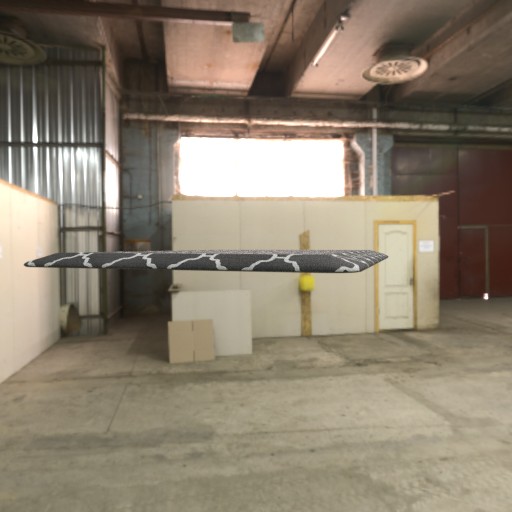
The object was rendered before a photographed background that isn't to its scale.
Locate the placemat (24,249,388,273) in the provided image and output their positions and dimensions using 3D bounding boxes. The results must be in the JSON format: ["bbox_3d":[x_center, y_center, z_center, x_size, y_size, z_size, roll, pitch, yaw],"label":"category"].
[{"bbox_3d":[0.000,0.000,0.938,0.508,0.021,0.762,0,1,19],"label":"placemat"}]
